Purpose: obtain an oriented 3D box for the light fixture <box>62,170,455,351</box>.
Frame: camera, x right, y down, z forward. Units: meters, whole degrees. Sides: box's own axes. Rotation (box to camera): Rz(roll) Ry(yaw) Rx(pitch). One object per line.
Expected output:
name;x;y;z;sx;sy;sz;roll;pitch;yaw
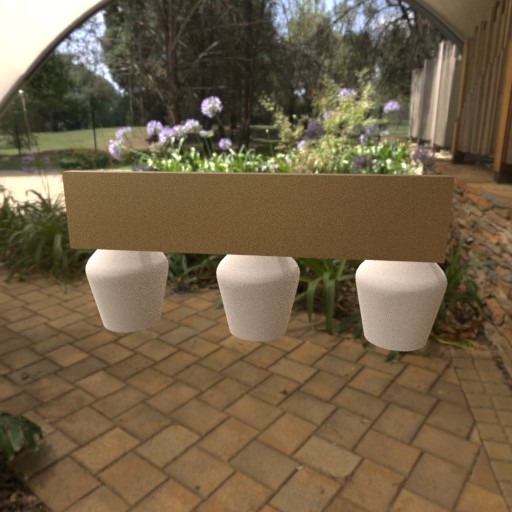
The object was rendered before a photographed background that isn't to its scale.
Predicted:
light fixture;0.000;0.000;0.723;0.609;0.280;0.190;2;16;8
